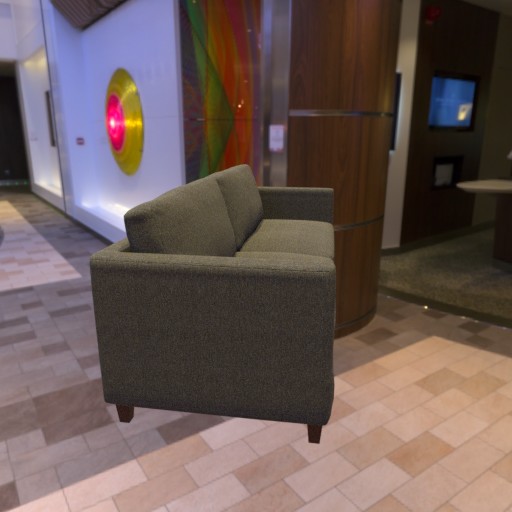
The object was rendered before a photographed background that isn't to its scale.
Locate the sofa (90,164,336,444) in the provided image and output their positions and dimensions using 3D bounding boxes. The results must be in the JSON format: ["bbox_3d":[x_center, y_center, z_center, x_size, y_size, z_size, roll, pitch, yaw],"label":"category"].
[{"bbox_3d":[0.000,0.000,2.684,0.948,0.965,2.208,3,16,9],"label":"sofa"}]
